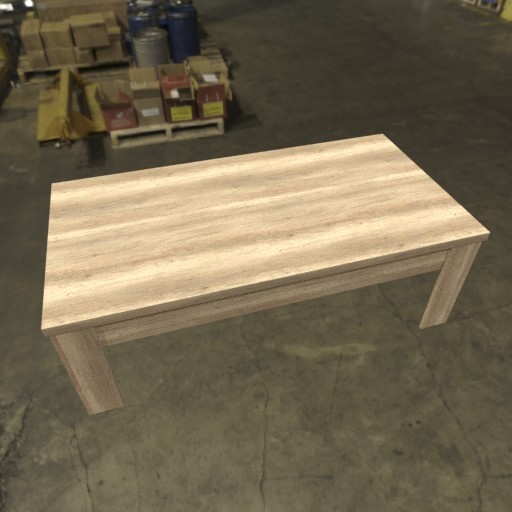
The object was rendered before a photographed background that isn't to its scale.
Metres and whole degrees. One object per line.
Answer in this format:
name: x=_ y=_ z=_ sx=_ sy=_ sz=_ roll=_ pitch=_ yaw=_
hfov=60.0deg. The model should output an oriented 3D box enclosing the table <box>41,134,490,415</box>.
table: x=0.000 y=0.000 z=1.672 sx=1.350 sy=0.460 sz=0.700 roll=-11 pitch=44 yaw=-12
